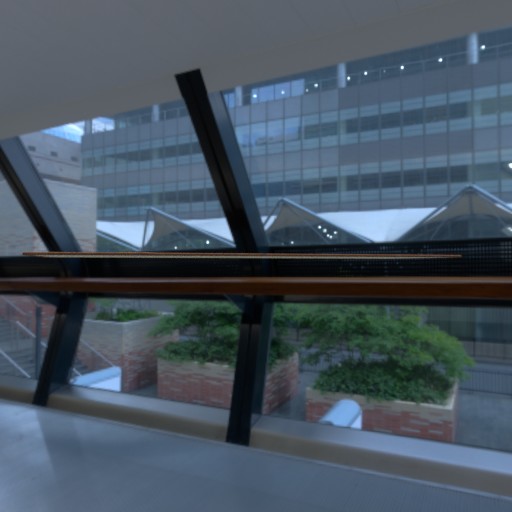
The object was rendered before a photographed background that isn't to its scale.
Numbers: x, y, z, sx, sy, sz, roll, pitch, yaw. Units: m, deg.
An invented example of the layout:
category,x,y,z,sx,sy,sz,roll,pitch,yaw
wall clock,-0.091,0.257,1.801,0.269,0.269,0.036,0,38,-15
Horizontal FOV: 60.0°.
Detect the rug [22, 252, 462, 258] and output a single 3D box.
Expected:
category,x,y,z,sx,sy,sz,roll,pitch,yaw
rug,0.000,0.000,2.709,2.439,0.017,0.764,0,-1,-19
